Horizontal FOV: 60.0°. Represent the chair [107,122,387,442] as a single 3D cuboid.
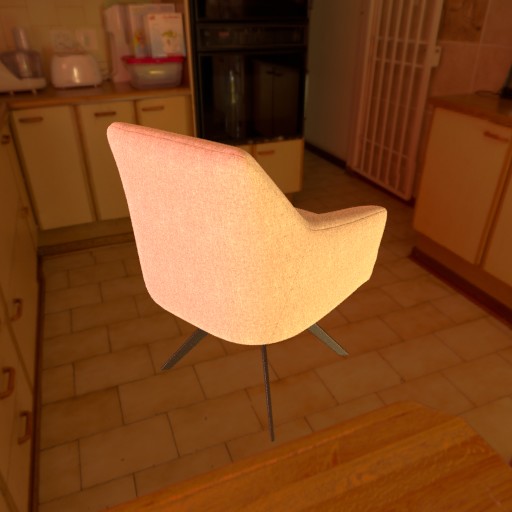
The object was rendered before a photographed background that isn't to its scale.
[{"bbox_3d":[0.000,0.000,1.378,0.642,0.874,0.677,21,35,32],"label":"chair"}]
